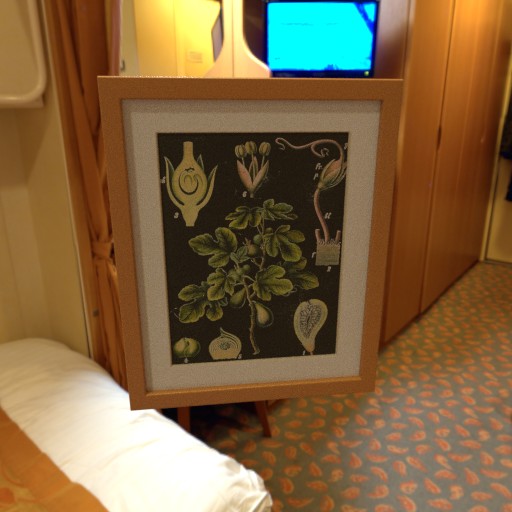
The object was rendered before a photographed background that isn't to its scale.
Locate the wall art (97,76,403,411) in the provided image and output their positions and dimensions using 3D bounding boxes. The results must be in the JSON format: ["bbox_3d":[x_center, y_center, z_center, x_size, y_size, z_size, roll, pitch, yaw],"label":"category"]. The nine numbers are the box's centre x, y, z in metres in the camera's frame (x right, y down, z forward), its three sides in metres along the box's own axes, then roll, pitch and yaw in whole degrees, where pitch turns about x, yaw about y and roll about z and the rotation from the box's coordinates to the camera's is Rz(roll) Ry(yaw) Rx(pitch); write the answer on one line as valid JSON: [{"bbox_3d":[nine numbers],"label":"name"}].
[{"bbox_3d":[0.000,0.000,0.507,0.310,0.379,0.015,-2,18,-7],"label":"wall art"}]
